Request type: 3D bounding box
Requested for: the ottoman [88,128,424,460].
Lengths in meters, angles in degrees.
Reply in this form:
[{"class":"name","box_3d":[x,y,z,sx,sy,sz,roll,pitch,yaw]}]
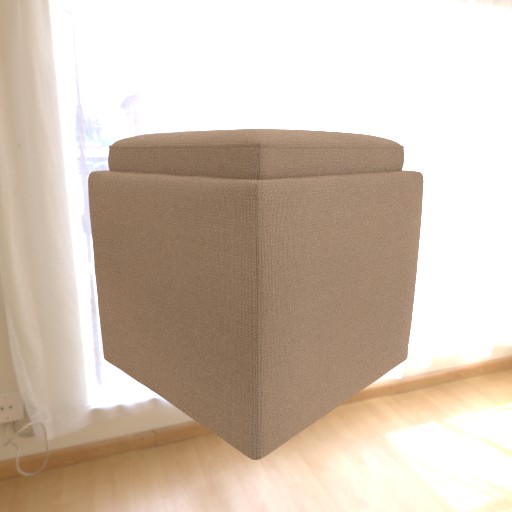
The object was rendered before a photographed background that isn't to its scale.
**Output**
[{"class":"ottoman","box_3d":[0.000,0.000,0.840,0.451,0.460,0.450,13,18,43]}]
